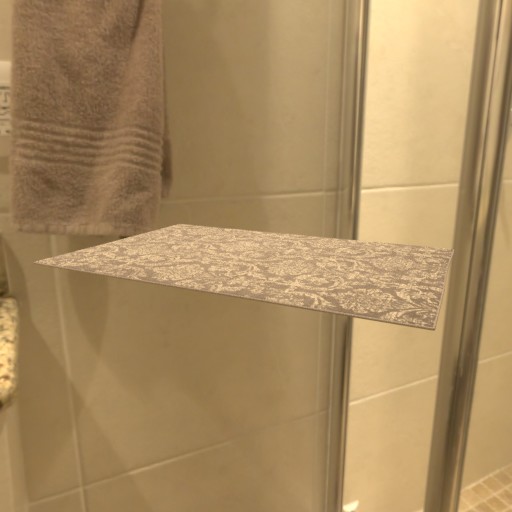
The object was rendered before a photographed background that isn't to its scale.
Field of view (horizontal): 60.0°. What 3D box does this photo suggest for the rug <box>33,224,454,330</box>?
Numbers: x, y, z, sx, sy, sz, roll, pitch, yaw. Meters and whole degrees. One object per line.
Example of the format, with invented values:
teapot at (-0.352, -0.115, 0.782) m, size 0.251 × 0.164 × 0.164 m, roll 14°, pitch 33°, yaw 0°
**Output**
rug at (0.000, 0.000, 3.439) m, size 2.746 × 0.018 × 1.819 m, roll 7°, pitch 15°, yaw 25°
